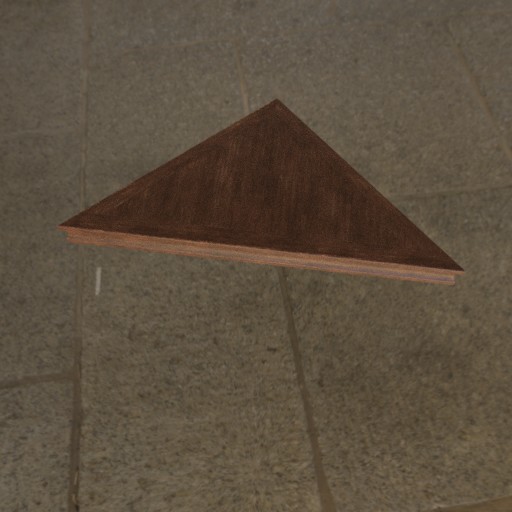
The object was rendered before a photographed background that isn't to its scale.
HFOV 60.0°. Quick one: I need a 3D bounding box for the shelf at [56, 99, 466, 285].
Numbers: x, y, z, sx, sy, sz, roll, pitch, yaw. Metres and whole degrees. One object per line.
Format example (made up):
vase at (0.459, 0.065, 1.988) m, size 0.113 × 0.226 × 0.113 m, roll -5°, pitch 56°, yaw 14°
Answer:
shelf at (0.000, 0.000, 0.464) m, size 0.296 × 0.035 × 0.296 m, roll -35°, pitch 68°, yaw -16°
